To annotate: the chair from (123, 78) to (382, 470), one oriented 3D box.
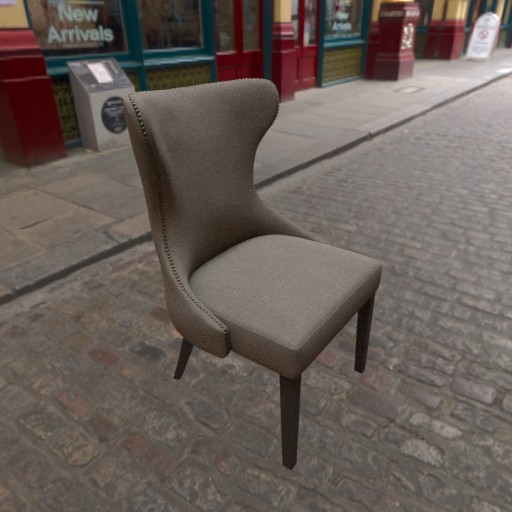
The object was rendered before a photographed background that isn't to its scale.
[{"bbox_3d":[0.000,0.000,1.370,0.635,0.967,0.628,18,33,31],"label":"chair"}]
